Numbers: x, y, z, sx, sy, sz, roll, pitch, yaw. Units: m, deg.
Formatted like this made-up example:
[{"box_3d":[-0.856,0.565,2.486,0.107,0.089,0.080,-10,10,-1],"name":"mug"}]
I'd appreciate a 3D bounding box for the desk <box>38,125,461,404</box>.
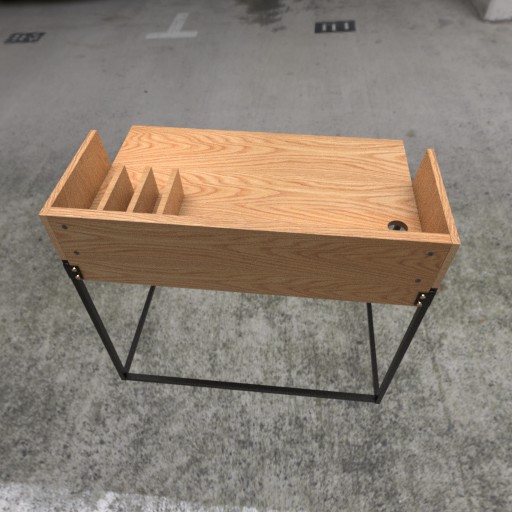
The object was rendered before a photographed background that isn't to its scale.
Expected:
[{"box_3d":[0.000,0.000,1.885,1.191,1.061,0.769,4,48,4],"name":"desk"}]
